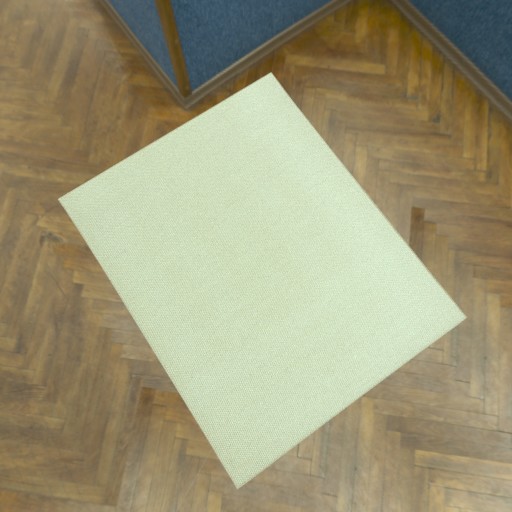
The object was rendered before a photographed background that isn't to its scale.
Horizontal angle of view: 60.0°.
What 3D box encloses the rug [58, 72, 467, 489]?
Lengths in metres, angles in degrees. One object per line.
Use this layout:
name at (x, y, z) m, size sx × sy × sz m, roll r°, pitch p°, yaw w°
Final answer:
rug at (0.000, 0.000, 4.053) m, size 2.462 × 0.018 × 3.039 m, roll -34°, pitch 78°, yaw -8°
